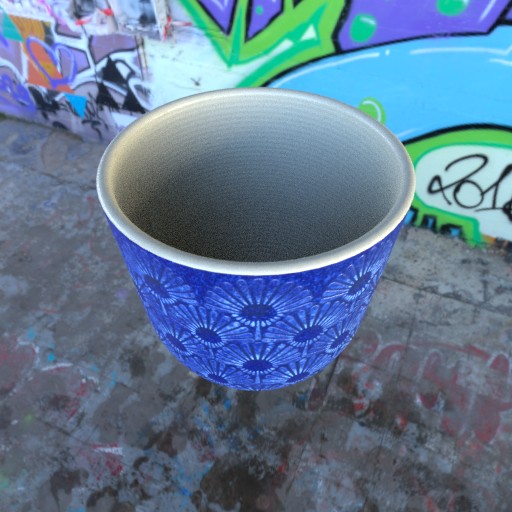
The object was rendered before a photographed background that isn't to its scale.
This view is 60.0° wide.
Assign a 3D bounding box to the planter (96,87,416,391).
[{"bbox_3d":[0.000,0.000,0.361,0.206,0.190,0.206,0,46,0],"label":"planter"}]
